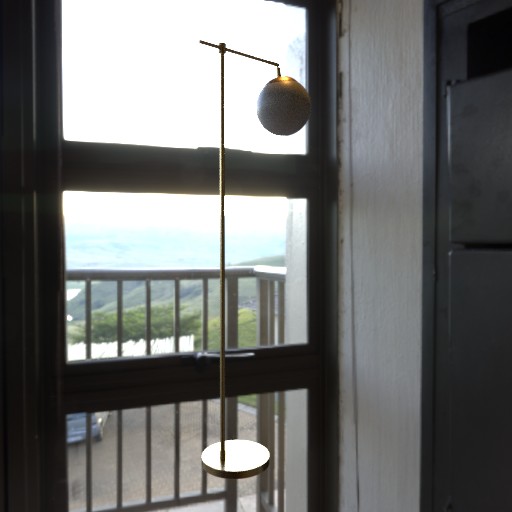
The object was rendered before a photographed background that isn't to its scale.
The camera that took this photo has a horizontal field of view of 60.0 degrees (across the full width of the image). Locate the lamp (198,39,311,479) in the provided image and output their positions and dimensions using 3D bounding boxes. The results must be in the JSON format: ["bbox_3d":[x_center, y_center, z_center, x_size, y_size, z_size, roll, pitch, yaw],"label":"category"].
[{"bbox_3d":[0.000,0.000,1.663,0.476,1.505,0.249,-1,1,-35],"label":"lamp"}]
